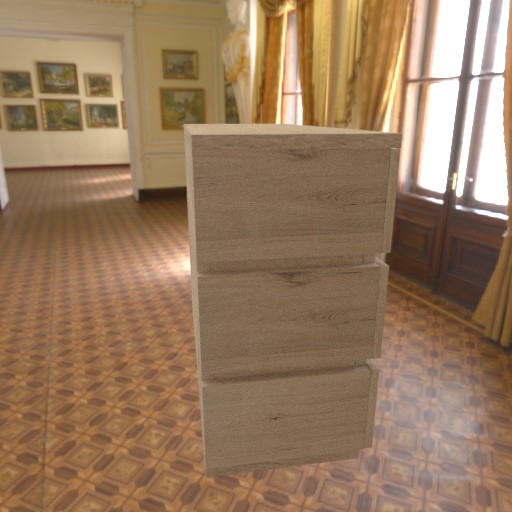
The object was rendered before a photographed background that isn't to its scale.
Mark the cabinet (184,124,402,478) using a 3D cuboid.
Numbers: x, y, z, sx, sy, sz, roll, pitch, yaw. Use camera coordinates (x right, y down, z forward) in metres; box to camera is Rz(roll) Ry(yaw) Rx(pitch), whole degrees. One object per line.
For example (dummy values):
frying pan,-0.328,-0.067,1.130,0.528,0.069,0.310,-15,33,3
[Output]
cabinet,0.000,0.000,1.468,0.420,0.820,1.040,-3,18,-9
